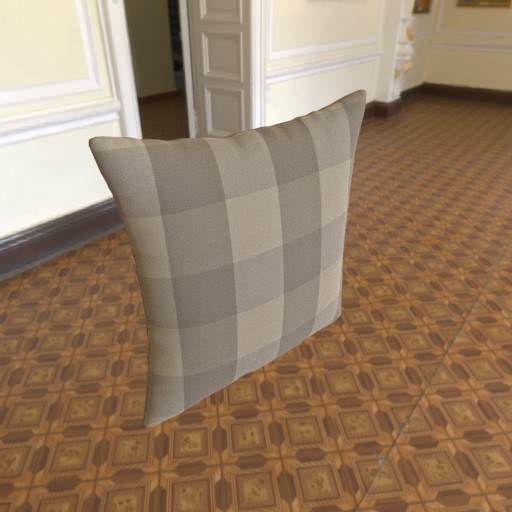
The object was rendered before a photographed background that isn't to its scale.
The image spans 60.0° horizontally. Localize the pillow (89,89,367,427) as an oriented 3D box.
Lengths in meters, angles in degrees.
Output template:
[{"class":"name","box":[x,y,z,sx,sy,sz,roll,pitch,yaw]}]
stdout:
[{"class":"pillow","box":[0.000,0.000,0.789,0.511,0.509,0.161,-23,37,-33]}]
